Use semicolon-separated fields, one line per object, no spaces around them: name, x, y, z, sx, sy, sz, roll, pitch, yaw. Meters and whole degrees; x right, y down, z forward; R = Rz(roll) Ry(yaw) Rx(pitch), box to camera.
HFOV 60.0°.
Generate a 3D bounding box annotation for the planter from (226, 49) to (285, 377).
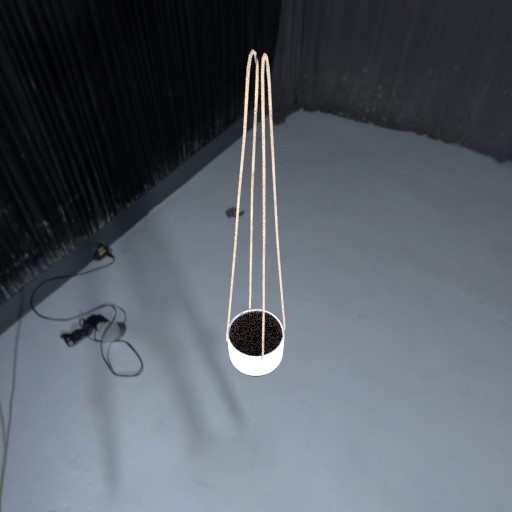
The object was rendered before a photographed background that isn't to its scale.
planter;0.000;0.000;0.920;0.146;0.841;0.146;25;52;21
